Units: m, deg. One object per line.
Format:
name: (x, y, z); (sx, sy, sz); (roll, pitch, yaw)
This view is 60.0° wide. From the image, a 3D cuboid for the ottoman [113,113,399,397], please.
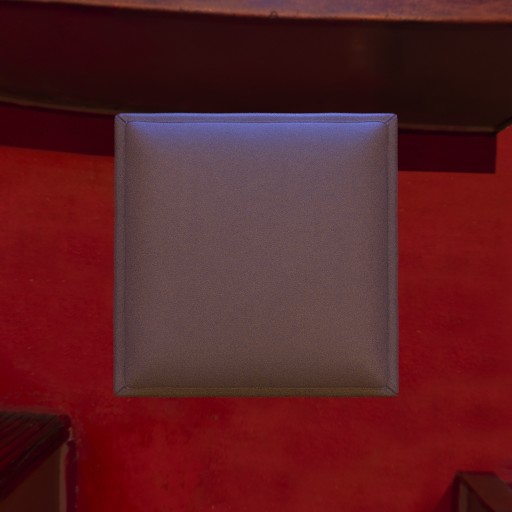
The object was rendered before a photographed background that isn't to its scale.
ottoman: (0.000, 0.000, 0.828); (0.450, 0.460, 0.451); (0, 89, 0)
